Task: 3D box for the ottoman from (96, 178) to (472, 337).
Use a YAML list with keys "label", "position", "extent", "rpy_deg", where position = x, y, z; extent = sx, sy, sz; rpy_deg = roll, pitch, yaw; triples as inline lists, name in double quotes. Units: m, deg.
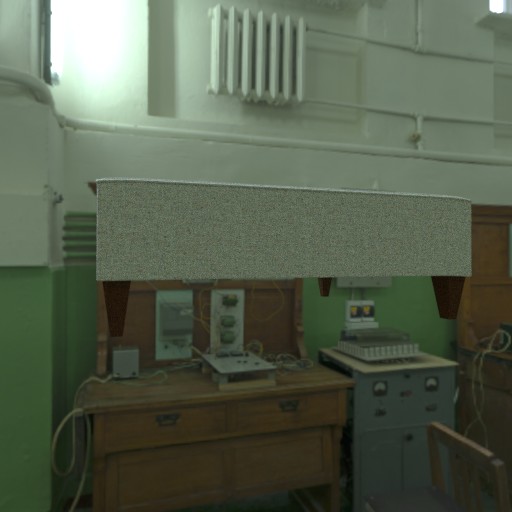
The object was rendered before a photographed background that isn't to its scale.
- label: "ottoman"
  position: [0.000, 0.000, 1.259]
  extent: [0.835, 0.303, 0.736]
  rpy_deg: [0, 0, -18]
